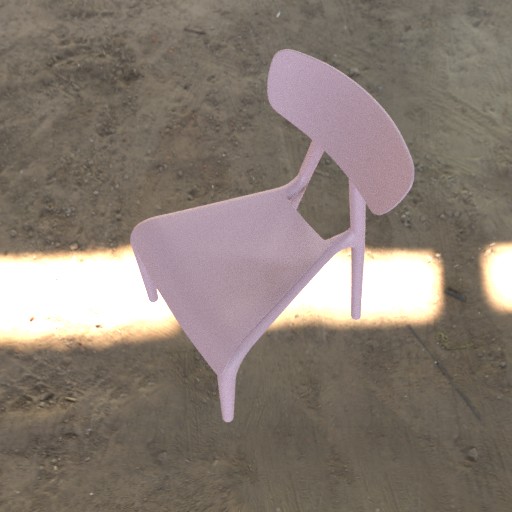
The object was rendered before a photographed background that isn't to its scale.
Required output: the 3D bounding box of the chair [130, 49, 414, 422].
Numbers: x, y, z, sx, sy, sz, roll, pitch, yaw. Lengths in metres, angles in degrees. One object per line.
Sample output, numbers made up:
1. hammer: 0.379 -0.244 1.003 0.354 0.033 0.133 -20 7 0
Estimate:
1. chair: 0.000 0.000 0.811 0.401 0.580 0.356 -32 68 -15
